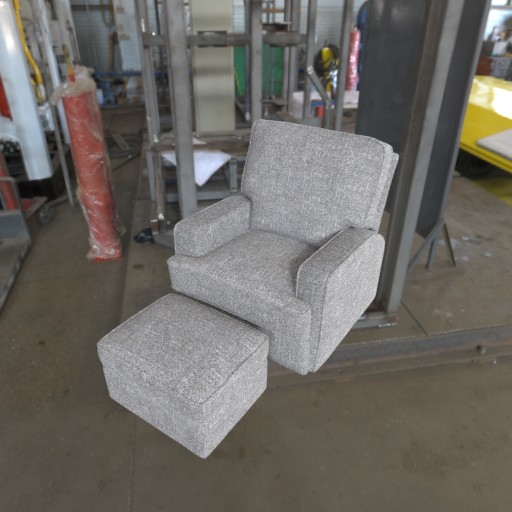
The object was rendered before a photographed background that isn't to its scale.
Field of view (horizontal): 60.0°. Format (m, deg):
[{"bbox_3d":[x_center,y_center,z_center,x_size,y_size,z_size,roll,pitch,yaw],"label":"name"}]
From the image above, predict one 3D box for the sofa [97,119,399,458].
[{"bbox_3d":[0.000,0.000,2.054,0.861,0.959,1.472,19,36,29],"label":"sofa"}]
